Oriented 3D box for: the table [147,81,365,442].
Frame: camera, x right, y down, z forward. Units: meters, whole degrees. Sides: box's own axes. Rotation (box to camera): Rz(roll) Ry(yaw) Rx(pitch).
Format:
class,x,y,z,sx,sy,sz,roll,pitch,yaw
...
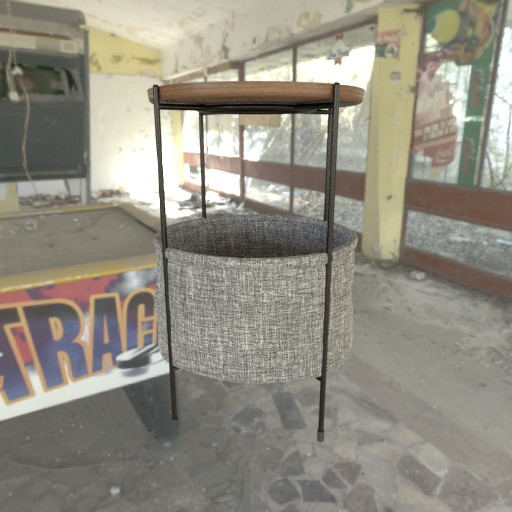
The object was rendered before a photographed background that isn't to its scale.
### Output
class,x,y,z,sx,sy,sz,roll,pitch,yaw
table,0.000,0.000,0.892,0.400,0.623,0.400,2,16,7
